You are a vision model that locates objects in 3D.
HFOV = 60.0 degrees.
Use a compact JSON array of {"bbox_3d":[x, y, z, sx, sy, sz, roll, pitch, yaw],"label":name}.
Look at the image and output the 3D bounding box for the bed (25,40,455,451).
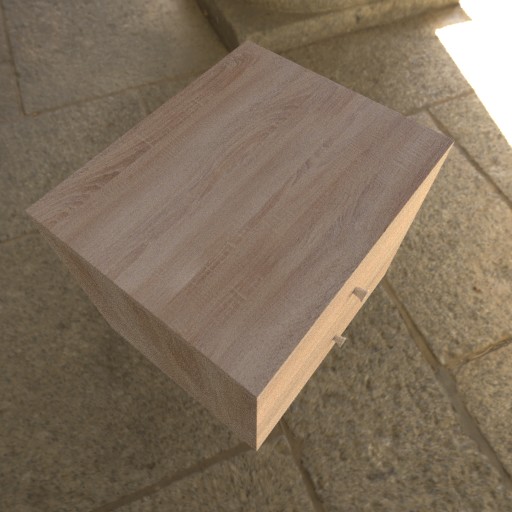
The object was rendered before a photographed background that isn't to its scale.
[{"bbox_3d":[0.000,0.000,0.781,0.401,0.420,0.460,34,65,18],"label":"bed"}]
